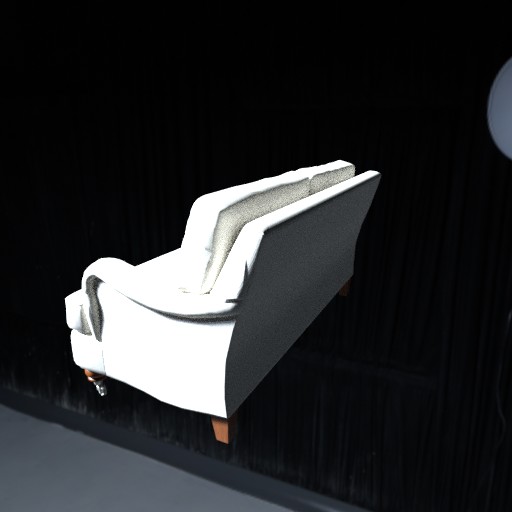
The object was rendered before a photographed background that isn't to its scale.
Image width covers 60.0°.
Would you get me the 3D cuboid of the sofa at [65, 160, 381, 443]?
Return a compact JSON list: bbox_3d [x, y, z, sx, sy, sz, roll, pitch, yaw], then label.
[{"bbox_3d":[0.000,0.000,2.795,1.086,1.087,2.159,8,19,25],"label":"sofa"}]
